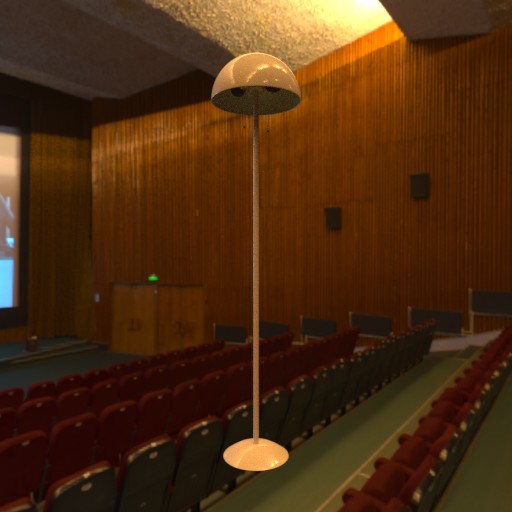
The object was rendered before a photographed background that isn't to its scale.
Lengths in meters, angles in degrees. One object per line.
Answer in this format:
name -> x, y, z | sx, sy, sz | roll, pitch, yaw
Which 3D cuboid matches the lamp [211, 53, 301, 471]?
lamp -> 0.000, 0.000, 1.638 | 0.328, 1.480, 0.328 | 1, 1, 35
